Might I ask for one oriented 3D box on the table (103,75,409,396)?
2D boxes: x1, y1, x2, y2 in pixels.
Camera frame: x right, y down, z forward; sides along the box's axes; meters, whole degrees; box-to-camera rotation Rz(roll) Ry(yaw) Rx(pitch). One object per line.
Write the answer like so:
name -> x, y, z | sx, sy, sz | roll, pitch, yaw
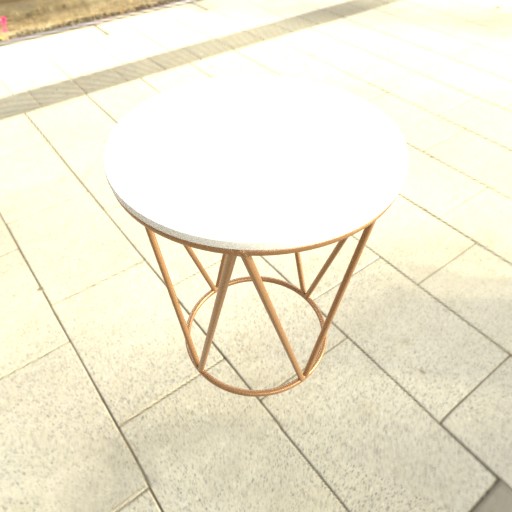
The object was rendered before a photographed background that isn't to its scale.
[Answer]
table -> 0.000, 0.000, 0.946 | 0.500, 0.564, 0.500 | 0, 46, 0
